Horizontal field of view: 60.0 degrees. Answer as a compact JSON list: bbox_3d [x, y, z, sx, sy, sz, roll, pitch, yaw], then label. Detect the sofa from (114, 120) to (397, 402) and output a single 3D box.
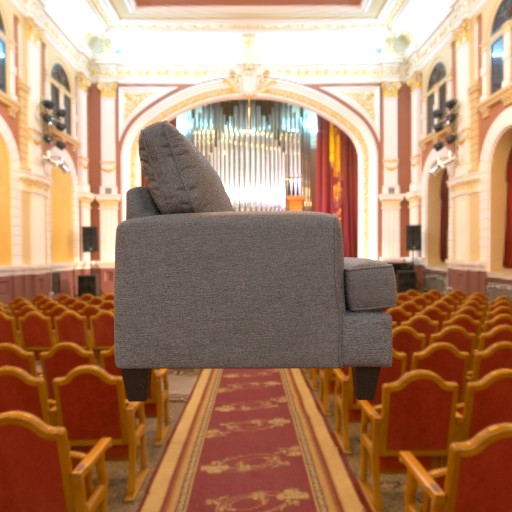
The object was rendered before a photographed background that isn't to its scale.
[{"bbox_3d":[0.000,0.000,2.258,0.965,0.965,1.651,0,1,0],"label":"sofa"}]
